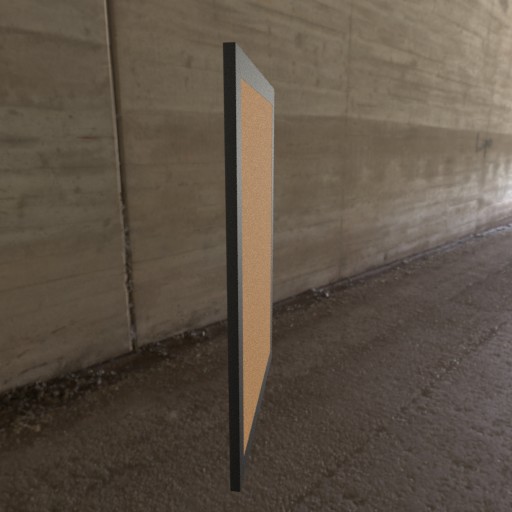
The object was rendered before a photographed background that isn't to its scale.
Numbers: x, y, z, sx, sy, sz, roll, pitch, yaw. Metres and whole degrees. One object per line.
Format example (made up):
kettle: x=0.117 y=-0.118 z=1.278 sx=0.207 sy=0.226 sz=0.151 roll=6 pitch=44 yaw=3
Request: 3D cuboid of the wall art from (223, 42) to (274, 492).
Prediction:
wall art: x=0.000 y=0.000 z=0.593 sx=0.011 sy=0.459 sz=0.326 roll=2 pitch=14 yaw=8
